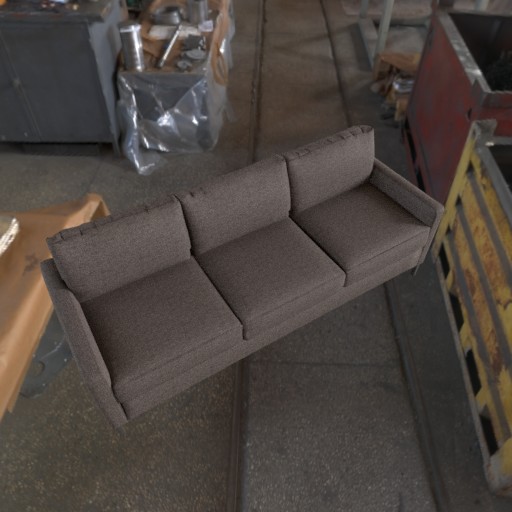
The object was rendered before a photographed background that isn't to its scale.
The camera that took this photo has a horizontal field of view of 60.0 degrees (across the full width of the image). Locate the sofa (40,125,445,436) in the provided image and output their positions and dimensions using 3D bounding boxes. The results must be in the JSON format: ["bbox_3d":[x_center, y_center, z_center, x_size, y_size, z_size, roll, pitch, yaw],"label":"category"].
[{"bbox_3d":[0.000,0.000,2.669,2.253,0.882,0.876,-24,51,-21],"label":"sofa"}]
